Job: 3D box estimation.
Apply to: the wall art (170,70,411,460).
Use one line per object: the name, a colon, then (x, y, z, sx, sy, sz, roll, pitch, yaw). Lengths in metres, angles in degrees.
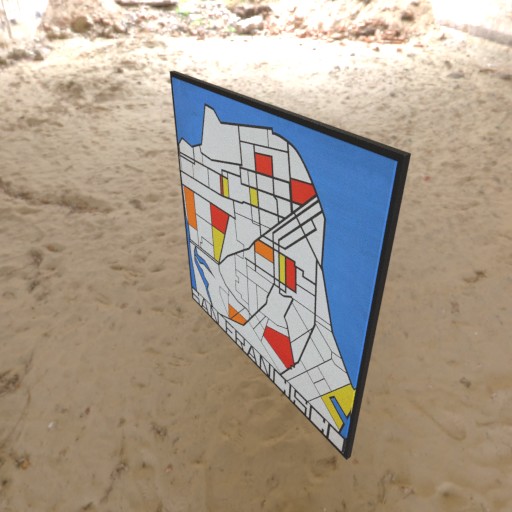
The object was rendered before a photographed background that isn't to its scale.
wall art: (0.000, 0.000, 0.974, 0.015, 0.663, 0.664, -21, 39, -29)
